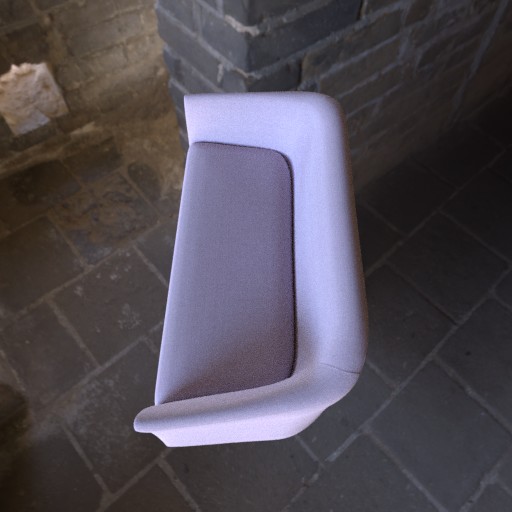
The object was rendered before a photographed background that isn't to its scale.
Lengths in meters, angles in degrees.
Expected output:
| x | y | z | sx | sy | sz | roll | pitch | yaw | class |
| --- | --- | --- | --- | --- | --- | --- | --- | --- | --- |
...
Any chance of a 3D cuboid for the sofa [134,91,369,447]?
| x | y | z | sx | sy | sz | roll | pitch | yaw | class |
| --- | --- | --- | --- | --- | --- | --- | --- | --- | --- |
| 0.000 | 0.000 | 1.846 | 0.705 | 0.721 | 1.452 | 1 | 60 | 1 | sofa |
